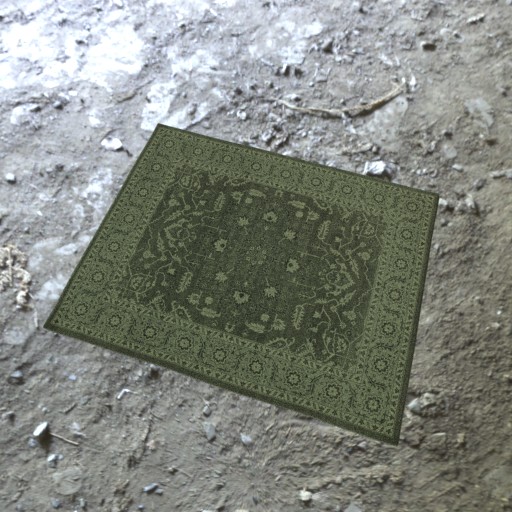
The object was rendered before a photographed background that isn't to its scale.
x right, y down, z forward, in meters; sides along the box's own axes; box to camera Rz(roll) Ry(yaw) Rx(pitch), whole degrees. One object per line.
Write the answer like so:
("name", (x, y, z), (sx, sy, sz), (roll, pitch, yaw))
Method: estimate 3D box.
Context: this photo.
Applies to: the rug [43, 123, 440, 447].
("rug", (0.000, 0.000, 4.108), (3.069, 0.026, 2.451), (16, 64, 8))
